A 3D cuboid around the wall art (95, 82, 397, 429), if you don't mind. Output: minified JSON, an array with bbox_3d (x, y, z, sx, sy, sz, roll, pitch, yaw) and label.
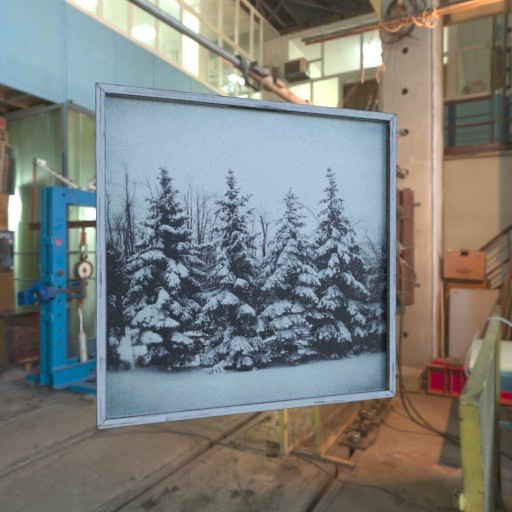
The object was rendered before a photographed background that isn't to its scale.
[{"bbox_3d":[0.000,0.000,0.449,0.303,0.303,0.036,0,1,-17],"label":"wall art"}]
